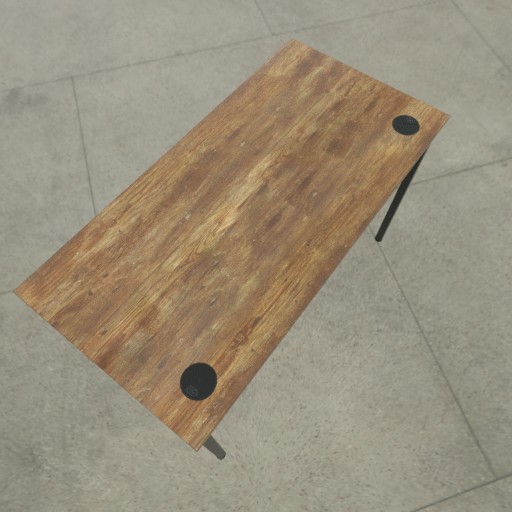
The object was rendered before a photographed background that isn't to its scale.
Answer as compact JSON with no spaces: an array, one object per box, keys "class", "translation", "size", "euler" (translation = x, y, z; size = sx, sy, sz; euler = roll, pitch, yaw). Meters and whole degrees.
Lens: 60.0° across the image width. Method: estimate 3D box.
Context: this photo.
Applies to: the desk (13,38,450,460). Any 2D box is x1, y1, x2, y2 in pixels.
[{"class":"desk","translation":[0.000,0.000,1.563],"size":[0.600,0.749,1.200],"euler":[34,67,16]}]
